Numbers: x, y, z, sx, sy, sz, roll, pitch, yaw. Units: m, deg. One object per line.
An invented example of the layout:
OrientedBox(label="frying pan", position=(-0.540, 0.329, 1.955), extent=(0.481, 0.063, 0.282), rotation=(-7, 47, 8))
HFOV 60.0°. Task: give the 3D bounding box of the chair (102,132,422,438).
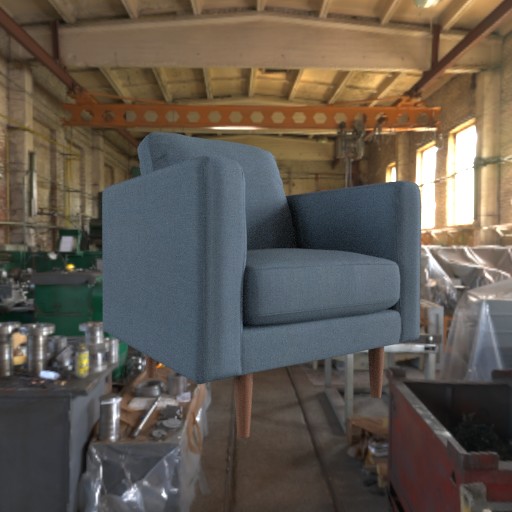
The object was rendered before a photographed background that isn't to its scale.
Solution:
OrientedBox(label="chair", position=(0.000, 0.000, 1.561), extent=(0.855, 0.922, 0.820), rotation=(-1, 2, -35))
